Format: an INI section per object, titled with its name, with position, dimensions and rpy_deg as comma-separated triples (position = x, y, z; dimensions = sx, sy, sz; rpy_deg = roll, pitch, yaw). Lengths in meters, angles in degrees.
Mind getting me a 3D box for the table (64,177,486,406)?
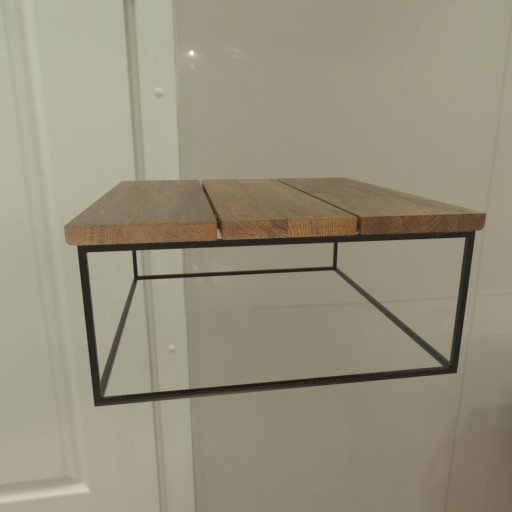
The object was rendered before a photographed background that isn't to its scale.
[table]
position = 0.000, 0.000, 1.405
dimensions = 0.900, 0.400, 0.900
rpy_deg = -2, 15, -9
